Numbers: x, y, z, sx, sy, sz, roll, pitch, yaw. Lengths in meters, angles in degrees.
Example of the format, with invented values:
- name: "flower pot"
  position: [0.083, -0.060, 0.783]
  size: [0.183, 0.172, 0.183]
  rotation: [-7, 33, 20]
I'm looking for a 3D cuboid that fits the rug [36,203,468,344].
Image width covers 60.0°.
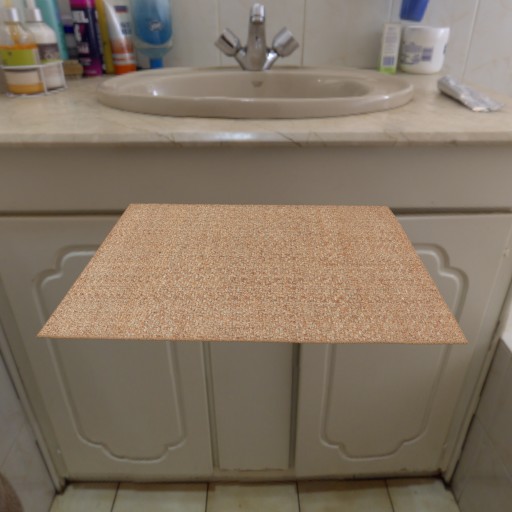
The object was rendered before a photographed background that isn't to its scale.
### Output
- name: "rug"
  position: [0.000, 0.000, 4.145]
  size: [3.048, 0.013, 2.439]
  rotation: [1, 29, 1]
